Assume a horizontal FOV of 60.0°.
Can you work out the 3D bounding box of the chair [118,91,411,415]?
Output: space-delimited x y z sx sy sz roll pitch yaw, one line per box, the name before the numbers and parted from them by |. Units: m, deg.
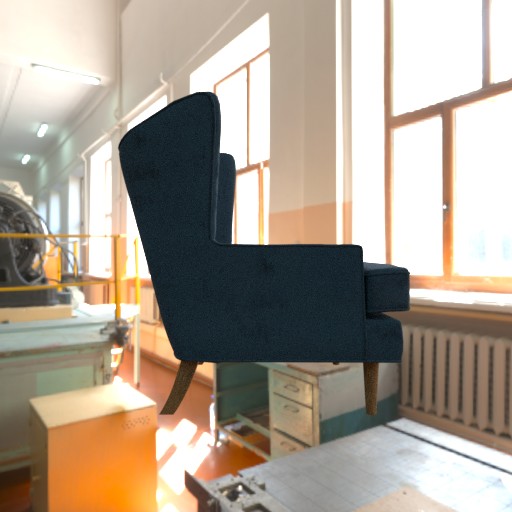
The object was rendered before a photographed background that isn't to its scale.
chair | 0.000 0.000 1.653 0.910 0.952 0.793 0 -1 1
